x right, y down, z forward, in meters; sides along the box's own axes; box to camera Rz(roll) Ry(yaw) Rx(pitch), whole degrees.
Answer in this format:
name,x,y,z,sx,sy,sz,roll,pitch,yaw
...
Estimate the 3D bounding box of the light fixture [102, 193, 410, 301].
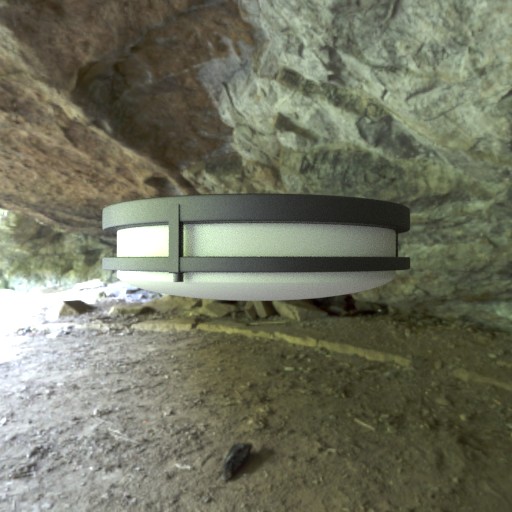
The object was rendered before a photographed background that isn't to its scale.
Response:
name,x,y,z,sx,sy,sz,roll,pitch,yaw
light fixture,0.000,0.000,0.541,0.356,0.102,0.356,0,0,0
